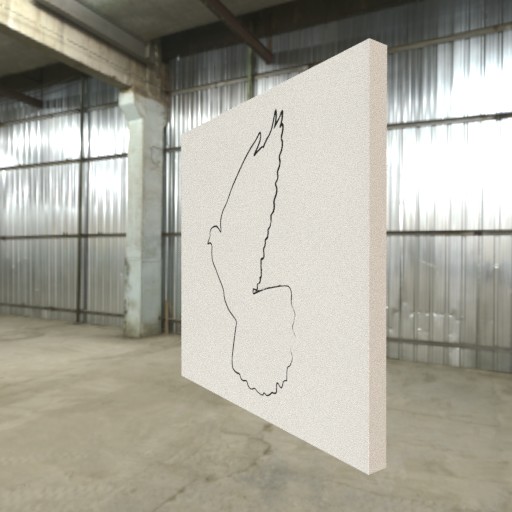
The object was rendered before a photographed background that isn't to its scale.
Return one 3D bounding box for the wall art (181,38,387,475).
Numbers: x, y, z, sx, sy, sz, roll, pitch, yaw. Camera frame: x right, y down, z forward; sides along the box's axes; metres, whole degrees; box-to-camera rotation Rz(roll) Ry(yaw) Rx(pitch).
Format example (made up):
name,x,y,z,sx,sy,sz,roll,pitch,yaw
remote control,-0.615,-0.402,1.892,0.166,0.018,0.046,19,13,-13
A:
name,x,y,z,sx,sy,sz,roll,pitch,yaw
wall art,0.000,0.000,0.880,0.038,0.610,0.610,0,1,-35
